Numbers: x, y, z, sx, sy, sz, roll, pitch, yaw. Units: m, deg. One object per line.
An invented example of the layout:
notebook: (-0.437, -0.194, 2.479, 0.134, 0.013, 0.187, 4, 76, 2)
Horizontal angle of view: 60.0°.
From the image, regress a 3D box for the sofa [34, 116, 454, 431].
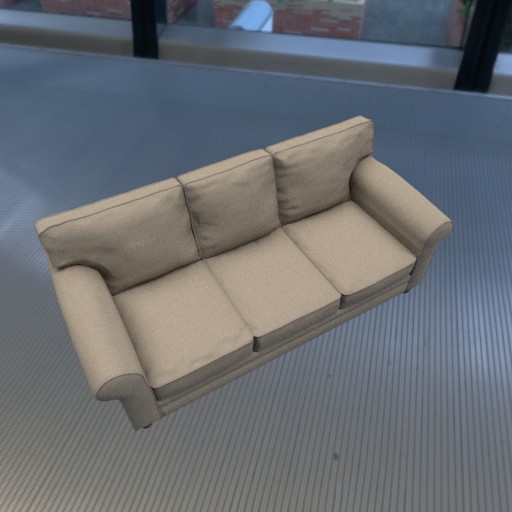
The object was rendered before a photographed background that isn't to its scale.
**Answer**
sofa: (0.000, 0.000, 2.573, 2.118, 0.889, 0.998, -23, 51, -20)
